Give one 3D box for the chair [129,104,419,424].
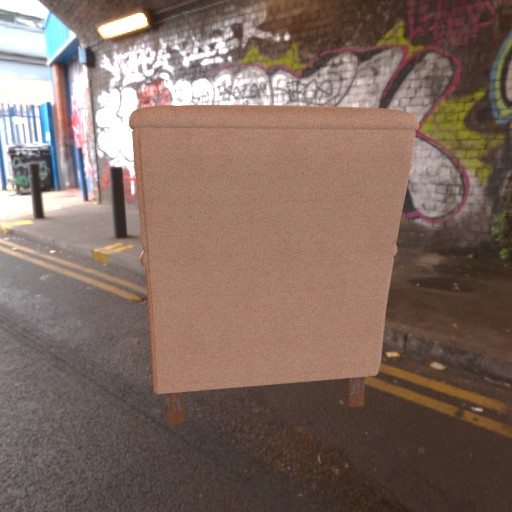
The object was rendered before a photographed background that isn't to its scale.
[{"bbox_3d":[0.000,0.000,1.834,0.879,1.119,0.953,-2,14,-9],"label":"chair"}]
